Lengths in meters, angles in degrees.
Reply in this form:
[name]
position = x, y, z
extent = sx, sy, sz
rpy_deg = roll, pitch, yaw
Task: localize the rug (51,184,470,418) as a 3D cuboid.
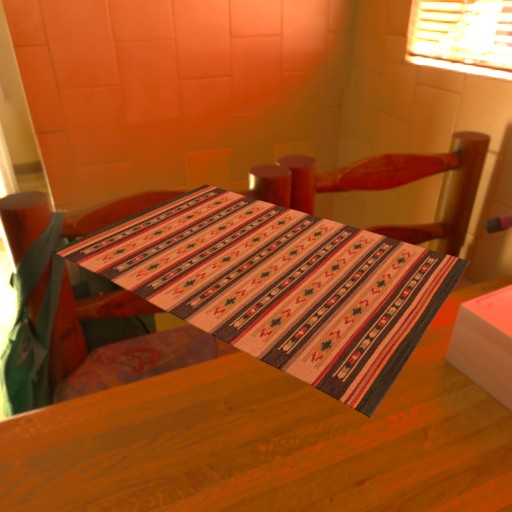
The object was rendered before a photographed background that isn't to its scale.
[rug]
position = 0.000, 0.000, 2.311
extent = 1.825, 0.009, 1.221
rpy_deg = 20, 36, 31
